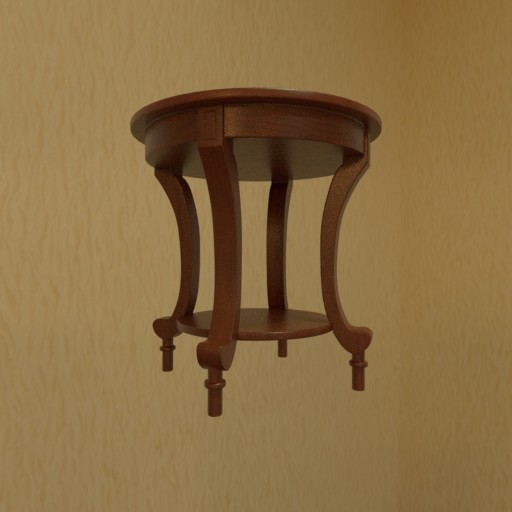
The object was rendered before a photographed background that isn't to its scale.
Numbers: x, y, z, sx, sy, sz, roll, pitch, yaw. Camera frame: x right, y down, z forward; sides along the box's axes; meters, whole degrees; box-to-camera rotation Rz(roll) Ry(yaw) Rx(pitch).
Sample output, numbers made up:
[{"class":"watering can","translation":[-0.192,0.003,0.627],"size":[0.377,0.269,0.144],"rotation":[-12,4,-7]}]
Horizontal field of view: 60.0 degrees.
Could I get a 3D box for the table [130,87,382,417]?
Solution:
[{"class":"table","translation":[0.000,0.000,1.095],"size":[0.597,0.612,0.597],"rotation":[0,1,0]}]
